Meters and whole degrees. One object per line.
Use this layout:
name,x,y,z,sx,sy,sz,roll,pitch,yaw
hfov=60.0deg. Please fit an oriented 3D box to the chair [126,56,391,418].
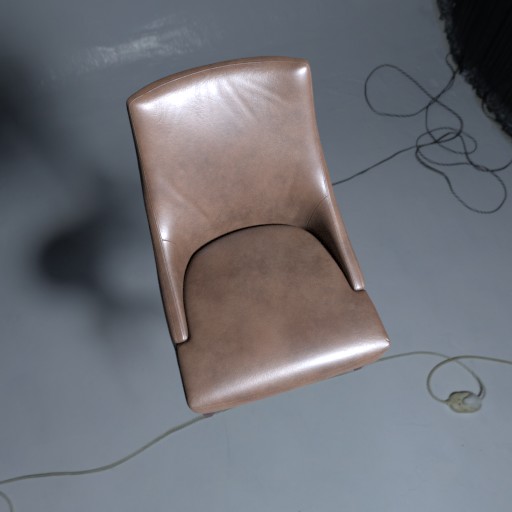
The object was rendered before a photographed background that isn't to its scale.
chair,0.000,0.000,1.510,0.701,0.909,0.861,-15,64,-8
